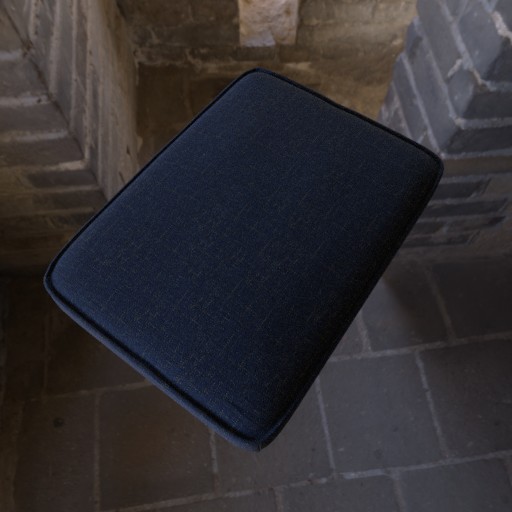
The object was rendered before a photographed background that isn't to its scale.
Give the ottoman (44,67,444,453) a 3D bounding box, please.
[{"bbox_3d":[0.000,0.000,1.075,0.549,0.450,0.749,33,68,15],"label":"ottoman"}]
